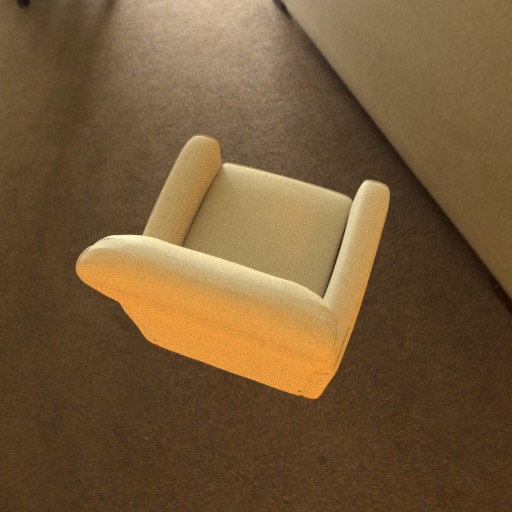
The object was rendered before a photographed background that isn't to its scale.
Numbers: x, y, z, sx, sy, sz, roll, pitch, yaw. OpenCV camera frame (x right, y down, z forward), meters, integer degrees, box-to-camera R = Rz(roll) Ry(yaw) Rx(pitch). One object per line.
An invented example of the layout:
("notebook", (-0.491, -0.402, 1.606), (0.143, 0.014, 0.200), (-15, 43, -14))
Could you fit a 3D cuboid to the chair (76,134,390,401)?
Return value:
("chair", (0.000, 0.000, 1.660), (0.841, 1.023, 0.858), (17, 64, 9))
